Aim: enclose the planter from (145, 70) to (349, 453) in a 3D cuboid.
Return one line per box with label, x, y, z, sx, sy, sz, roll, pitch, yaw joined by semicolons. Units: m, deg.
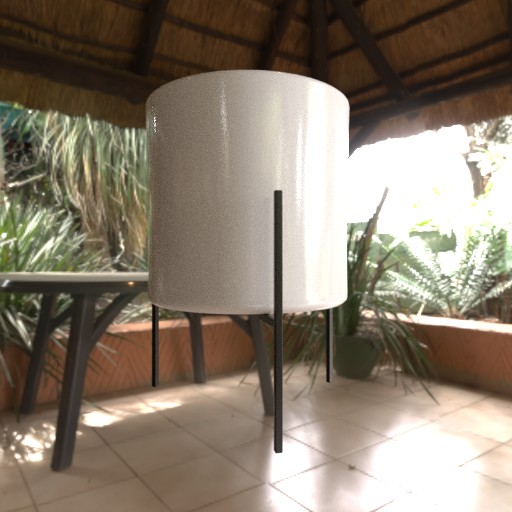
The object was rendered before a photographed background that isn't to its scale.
planter;0.000;0.000;0.740;0.361;0.480;0.360;0;0;-37
